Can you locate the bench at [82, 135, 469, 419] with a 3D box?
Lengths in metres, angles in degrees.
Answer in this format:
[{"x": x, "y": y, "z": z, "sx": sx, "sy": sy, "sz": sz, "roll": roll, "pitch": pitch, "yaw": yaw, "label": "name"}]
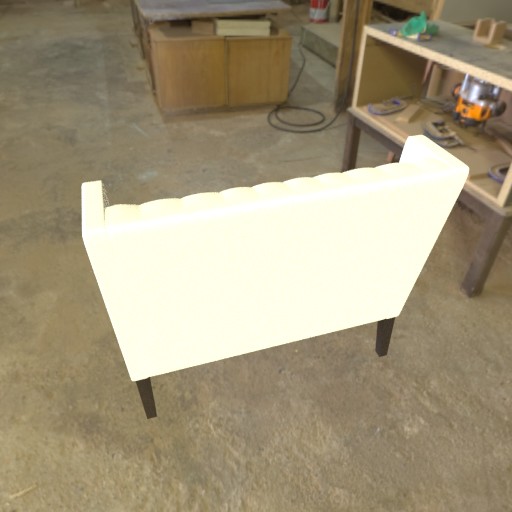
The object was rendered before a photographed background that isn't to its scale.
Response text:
[{"x": 0.000, "y": 0.000, "z": 2.007, "sx": 1.280, "sy": 1.123, "sz": 0.847, "roll": -11, "pitch": 40, "yaw": -13, "label": "bench"}]
